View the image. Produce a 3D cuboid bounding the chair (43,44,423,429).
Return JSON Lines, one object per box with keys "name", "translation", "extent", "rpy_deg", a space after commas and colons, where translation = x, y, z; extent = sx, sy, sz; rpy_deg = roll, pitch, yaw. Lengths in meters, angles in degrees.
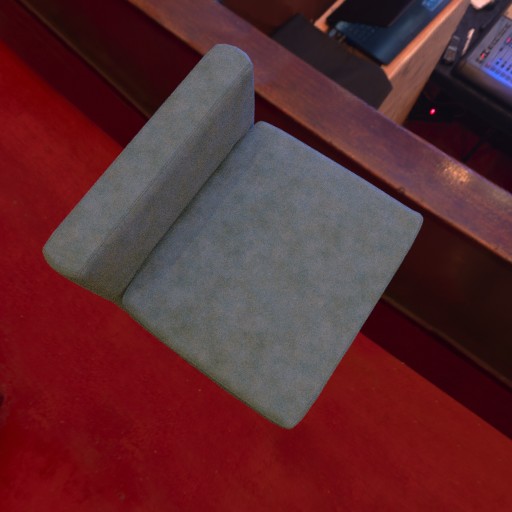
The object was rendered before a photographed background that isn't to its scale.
{"name": "chair", "translation": [0.000, 0.000, 1.249], "extent": [0.685, 0.660, 0.684], "rpy_deg": [34, 77, 9]}
